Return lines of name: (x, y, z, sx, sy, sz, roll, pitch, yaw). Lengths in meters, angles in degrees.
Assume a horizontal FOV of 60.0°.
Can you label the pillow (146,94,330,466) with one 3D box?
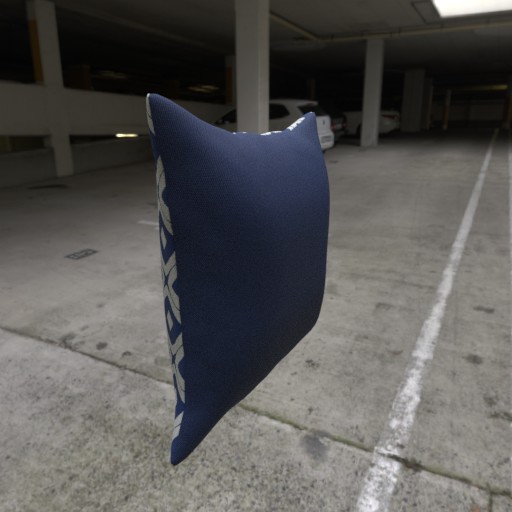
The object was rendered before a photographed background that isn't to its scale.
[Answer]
pillow: (0.000, 0.000, 0.765, 0.188, 0.494, 0.504, 8, 18, 27)
